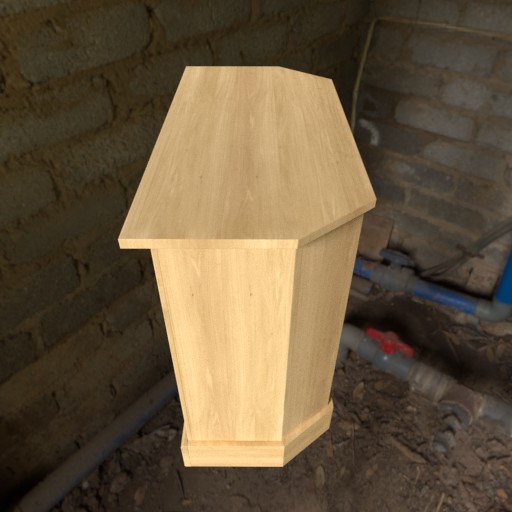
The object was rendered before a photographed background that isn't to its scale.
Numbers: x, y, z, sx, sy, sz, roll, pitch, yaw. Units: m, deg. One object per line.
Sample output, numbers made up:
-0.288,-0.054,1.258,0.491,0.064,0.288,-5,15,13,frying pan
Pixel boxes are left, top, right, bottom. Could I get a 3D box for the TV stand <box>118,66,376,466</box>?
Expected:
0.000,0.000,1.265,0.425,0.781,0.851,0,40,0,TV stand
